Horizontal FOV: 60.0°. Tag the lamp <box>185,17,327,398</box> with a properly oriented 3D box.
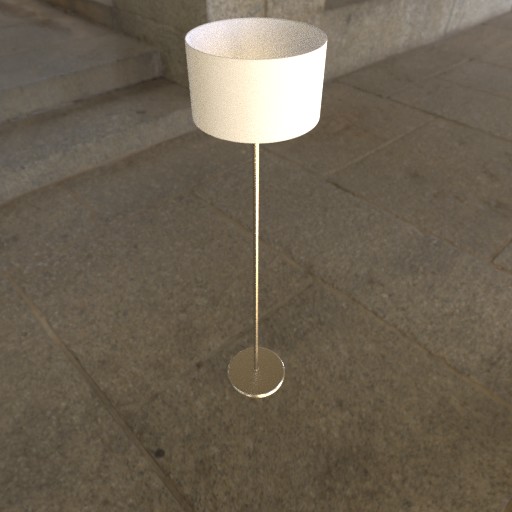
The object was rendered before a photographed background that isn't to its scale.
[{"bbox_3d":[0.000,0.000,1.566,0.347,1.443,0.347,12,43,13],"label":"lamp"}]
